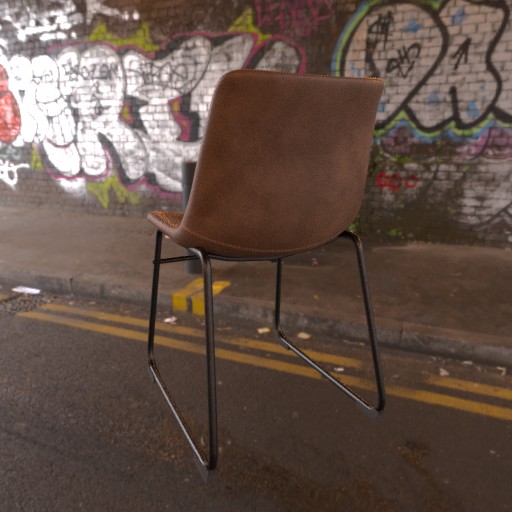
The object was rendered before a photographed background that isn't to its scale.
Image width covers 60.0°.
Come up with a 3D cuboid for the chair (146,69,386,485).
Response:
[{"bbox_3d":[0.000,0.000,1.086,0.460,0.780,0.551,-8,17,-26],"label":"chair"}]
